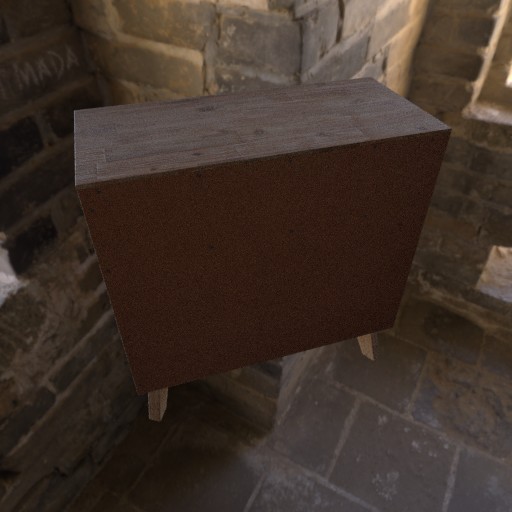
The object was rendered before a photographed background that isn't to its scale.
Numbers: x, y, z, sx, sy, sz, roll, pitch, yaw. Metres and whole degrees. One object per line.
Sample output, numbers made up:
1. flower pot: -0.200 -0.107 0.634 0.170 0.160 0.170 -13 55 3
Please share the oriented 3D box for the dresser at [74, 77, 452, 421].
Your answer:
1. dresser: 0.000 0.000 1.608 0.998 1.029 0.455 -12 41 -14
